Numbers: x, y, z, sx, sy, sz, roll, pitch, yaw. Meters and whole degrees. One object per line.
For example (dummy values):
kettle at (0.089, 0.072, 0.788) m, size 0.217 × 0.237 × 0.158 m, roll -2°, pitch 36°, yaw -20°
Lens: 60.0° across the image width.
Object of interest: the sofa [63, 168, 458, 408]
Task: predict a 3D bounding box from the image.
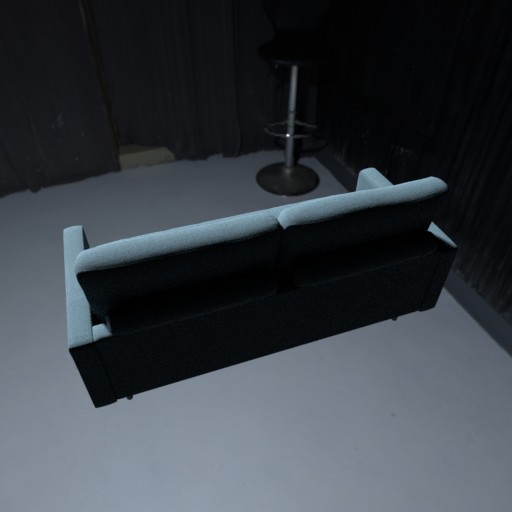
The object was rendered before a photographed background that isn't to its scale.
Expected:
sofa at (0.000, 0.000, 2.531) m, size 2.010 × 1.050 × 0.966 m, roll -13°, pitch 44°, yaw -14°
